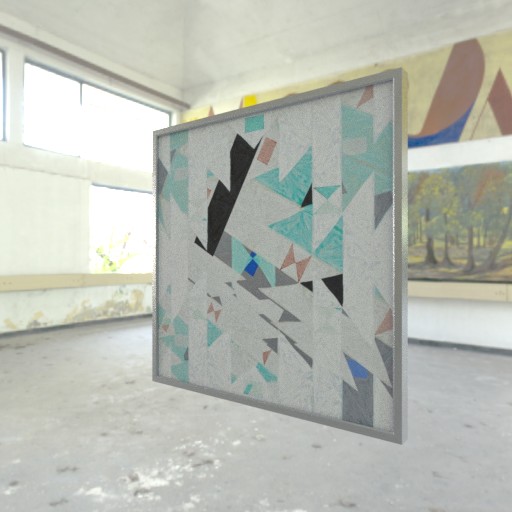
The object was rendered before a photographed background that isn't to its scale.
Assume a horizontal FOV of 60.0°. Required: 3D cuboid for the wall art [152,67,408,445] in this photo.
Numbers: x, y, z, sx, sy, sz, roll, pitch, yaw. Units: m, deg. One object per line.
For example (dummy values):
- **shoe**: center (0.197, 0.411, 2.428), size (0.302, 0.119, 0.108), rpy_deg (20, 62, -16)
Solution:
- **wall art**: center (0.000, 0.000, 1.203), size (0.806, 0.806, 0.038), rpy_deg (0, 0, 37)
